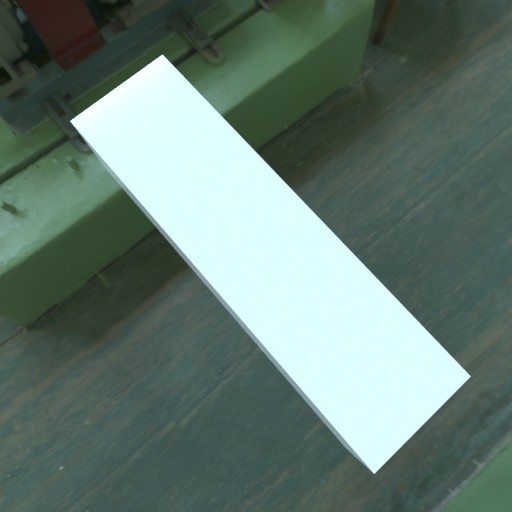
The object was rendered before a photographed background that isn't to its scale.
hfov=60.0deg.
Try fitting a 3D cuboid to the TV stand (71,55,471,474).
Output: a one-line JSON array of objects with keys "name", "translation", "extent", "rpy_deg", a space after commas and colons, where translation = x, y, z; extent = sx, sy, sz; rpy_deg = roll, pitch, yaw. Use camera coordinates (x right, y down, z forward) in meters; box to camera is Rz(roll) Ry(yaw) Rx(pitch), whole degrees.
[{"name": "TV stand", "translation": [0.000, 0.000, 1.655], "extent": [0.410, 0.440, 1.500], "rpy_deg": [-40, 79, -9]}]
